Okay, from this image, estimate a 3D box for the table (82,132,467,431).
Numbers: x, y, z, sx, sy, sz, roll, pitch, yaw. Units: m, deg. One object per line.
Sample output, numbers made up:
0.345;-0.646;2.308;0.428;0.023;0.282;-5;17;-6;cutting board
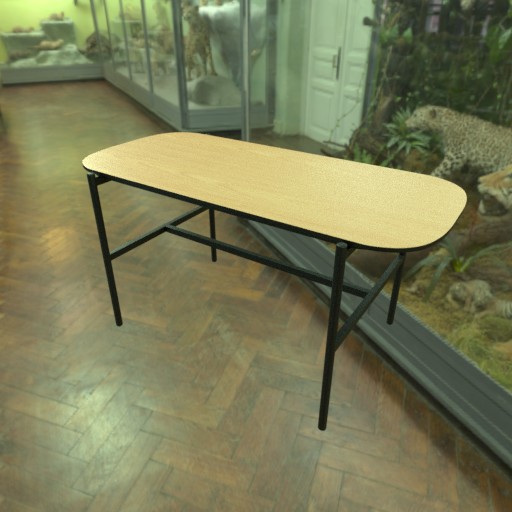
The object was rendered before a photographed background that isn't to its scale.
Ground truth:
0.000;0.000;1.021;0.800;0.400;0.400;18;34;29;table
